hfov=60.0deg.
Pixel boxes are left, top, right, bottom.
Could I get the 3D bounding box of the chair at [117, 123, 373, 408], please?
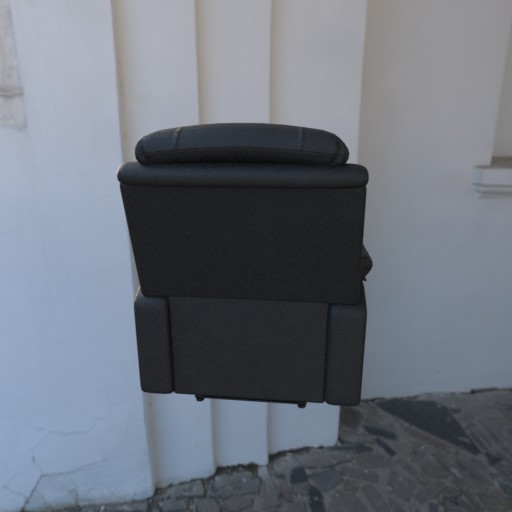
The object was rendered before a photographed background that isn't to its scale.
[{"bbox_3d":[0.000,0.000,1.725,0.855,0.992,0.919,2,17,6],"label":"chair"}]
